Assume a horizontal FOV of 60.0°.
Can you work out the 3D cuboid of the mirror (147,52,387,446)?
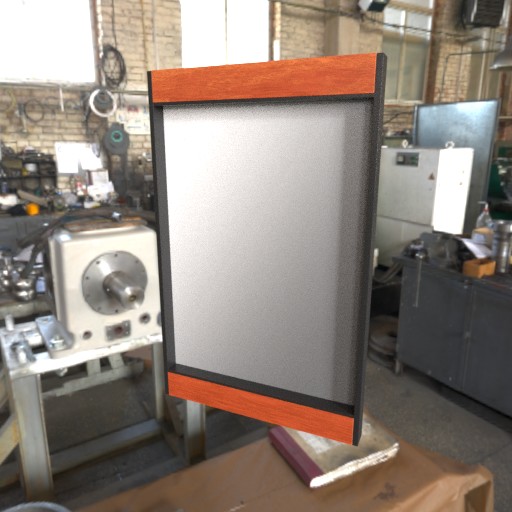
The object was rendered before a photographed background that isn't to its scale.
[{"bbox_3d":[0.000,0.000,1.024,0.525,0.823,0.047,6,16,24],"label":"mirror"}]
